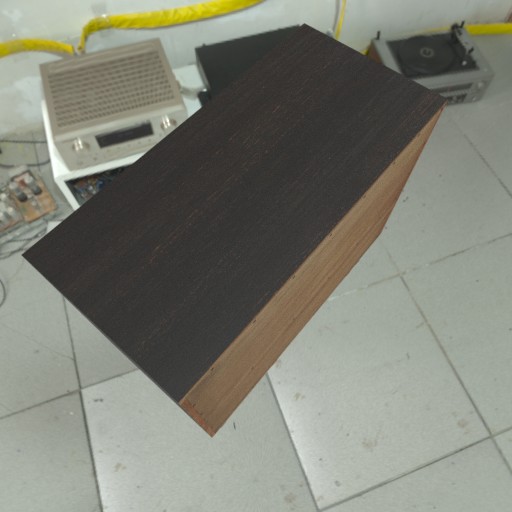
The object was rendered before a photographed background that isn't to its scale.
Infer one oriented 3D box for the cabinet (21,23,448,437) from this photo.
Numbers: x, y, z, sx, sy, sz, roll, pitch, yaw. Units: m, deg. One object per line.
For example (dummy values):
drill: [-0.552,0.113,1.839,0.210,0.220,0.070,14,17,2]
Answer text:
cabinet: [0.000,0.000,1.385,0.451,0.860,0.950,37,69,17]
